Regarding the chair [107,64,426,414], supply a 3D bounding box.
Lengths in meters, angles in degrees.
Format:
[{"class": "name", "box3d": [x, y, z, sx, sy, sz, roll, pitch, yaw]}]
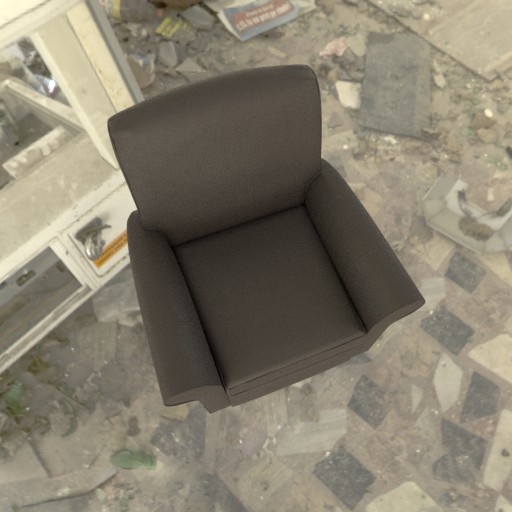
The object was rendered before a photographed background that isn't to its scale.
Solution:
[{"class": "chair", "box3d": [0.000, 0.000, 1.763, 0.978, 1.061, 0.902, -19, 64, -10]}]
